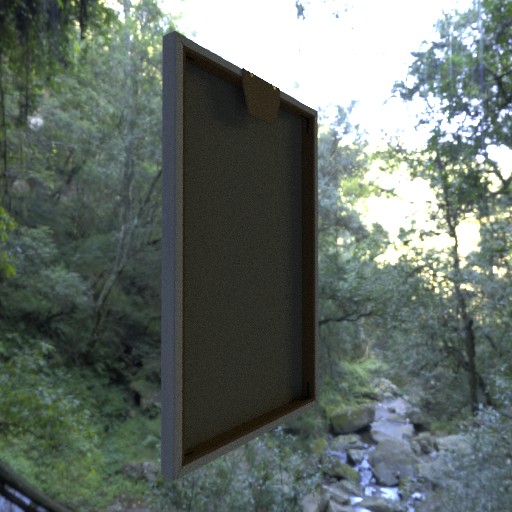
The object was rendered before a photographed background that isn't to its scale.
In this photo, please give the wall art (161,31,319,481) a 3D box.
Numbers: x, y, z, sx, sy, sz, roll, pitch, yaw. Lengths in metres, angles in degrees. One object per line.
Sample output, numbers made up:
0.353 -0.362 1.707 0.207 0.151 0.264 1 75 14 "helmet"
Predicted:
0.000 0.000 1.149 0.048 0.916 0.602 -1 -1 37 "wall art"
